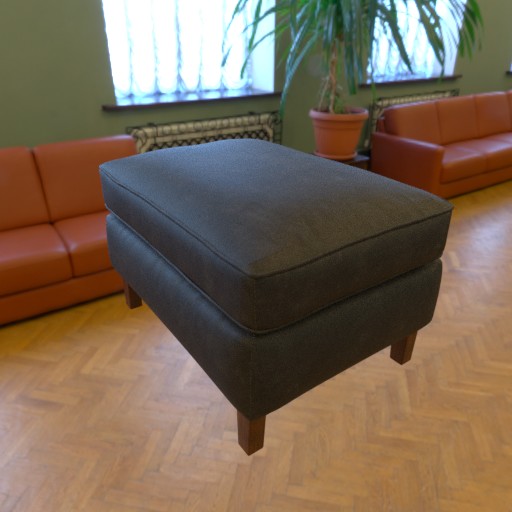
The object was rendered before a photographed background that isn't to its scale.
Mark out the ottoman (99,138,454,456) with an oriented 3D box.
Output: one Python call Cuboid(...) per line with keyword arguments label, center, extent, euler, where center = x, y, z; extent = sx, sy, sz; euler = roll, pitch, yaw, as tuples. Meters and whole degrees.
Cuboid(label="ottoman", center=(0.000, 0.000, 0.996), extent=(0.501, 0.413, 0.665), euler=(-18, 32, -31))
